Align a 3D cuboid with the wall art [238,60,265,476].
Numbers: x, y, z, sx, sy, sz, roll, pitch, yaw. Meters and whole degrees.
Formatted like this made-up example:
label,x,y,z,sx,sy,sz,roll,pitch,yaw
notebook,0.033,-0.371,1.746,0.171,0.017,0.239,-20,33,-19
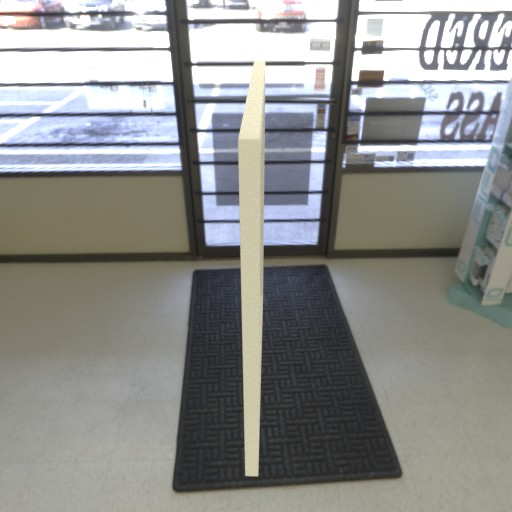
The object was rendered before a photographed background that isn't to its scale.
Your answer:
label,x,y,z,sx,sy,sz,roll,pitch,yaw
wall art,0.000,0.000,0.738,0.020,0.536,0.444,1,32,1
